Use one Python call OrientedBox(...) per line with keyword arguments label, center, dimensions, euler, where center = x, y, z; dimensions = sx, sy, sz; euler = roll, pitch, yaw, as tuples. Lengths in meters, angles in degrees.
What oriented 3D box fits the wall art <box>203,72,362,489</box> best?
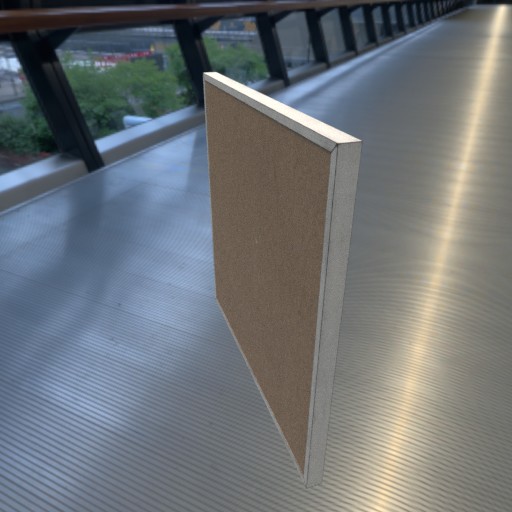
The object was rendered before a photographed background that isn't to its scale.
OrientedBox(label="wall art", center=(0.000, 0.000, 1.103), dimensions=(0.038, 0.762, 0.762), euler=(-10, 31, -17))
